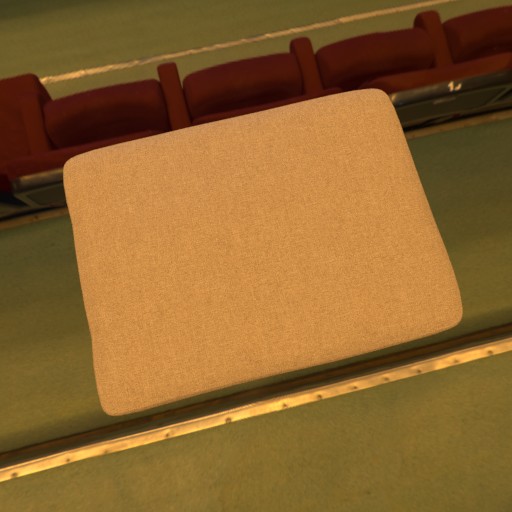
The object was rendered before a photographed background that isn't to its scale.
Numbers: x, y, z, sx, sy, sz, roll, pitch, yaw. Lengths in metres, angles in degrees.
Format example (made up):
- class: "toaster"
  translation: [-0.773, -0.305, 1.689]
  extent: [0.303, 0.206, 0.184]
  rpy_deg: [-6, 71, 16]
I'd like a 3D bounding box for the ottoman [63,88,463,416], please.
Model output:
- class: "ottoman"
  translation: [0.000, 0.000, 1.296]
  extent: [0.898, 0.519, 0.677]
  rpy_deg: [-14, 77, -3]
